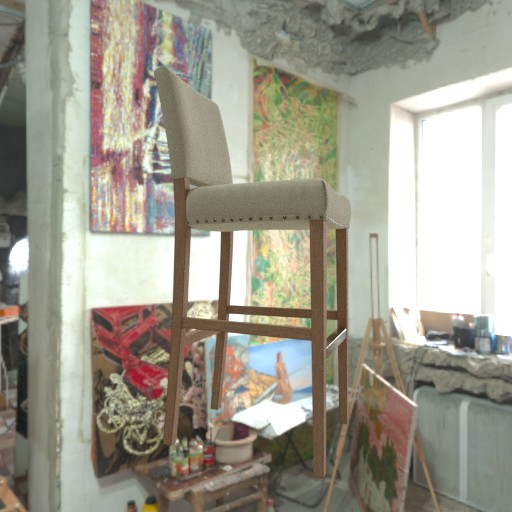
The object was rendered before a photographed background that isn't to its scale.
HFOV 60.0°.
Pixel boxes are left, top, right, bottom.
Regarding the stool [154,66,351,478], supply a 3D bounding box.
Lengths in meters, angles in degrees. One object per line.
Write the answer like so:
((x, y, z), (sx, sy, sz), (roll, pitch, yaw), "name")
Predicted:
((0.000, 0.000, 1.425), (0.546, 1.143, 0.428), (0, 0, 20), "stool")
